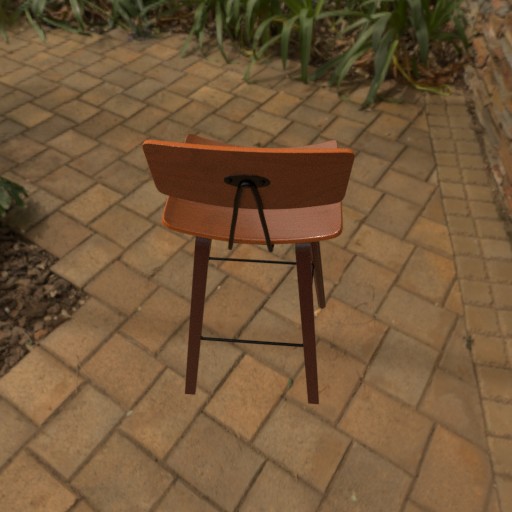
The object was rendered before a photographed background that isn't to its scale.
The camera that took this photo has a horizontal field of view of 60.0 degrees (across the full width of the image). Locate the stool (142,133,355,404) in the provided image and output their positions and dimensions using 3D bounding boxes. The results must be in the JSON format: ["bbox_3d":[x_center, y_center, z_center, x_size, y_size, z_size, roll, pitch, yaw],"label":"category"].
[{"bbox_3d":[0.000,0.000,1.241,0.509,0.969,0.440,3,47,3],"label":"stool"}]
